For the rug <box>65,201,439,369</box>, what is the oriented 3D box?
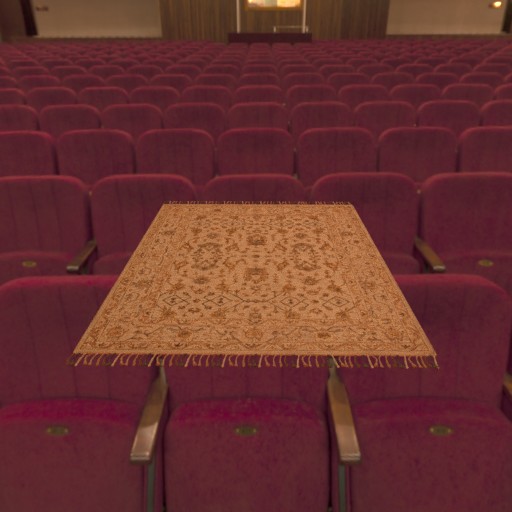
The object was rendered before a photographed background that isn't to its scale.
[{"bbox_3d":[0.000,0.000,2.265,1.278,0.009,1.726,0,26,1],"label":"rug"}]
